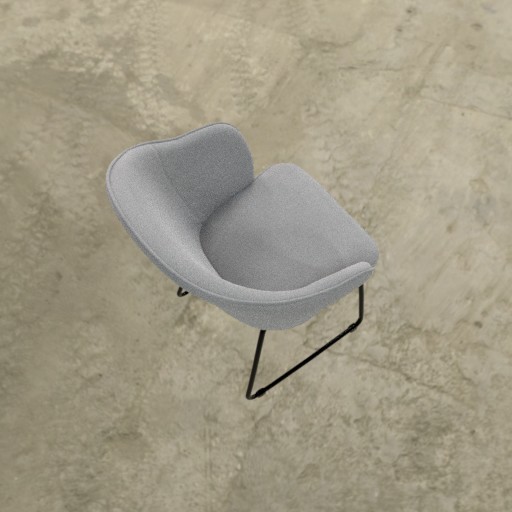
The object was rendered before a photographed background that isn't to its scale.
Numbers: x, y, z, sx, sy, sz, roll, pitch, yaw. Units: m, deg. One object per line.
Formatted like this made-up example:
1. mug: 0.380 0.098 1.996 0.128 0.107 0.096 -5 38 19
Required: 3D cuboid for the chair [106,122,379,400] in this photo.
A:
1. chair: 0.000 0.000 1.233 0.592 0.817 0.570 -32 64 -17
